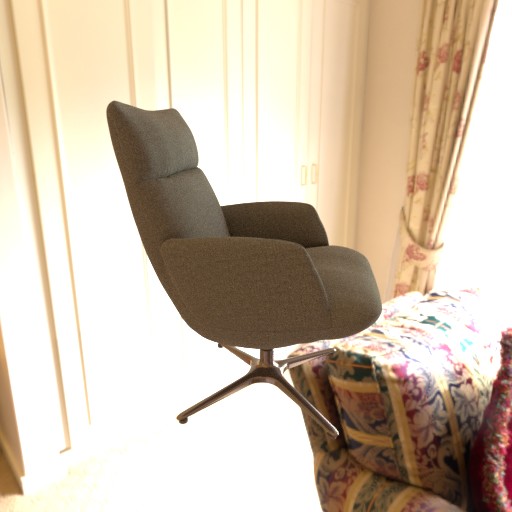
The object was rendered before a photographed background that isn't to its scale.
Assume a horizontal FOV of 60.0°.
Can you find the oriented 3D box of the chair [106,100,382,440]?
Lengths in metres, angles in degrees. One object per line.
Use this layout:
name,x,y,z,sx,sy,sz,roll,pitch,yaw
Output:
chair,0.000,0.000,1.516,0.831,0.984,0.702,3,16,9
